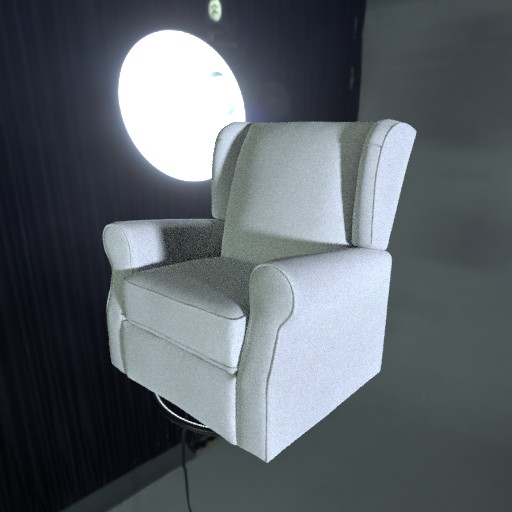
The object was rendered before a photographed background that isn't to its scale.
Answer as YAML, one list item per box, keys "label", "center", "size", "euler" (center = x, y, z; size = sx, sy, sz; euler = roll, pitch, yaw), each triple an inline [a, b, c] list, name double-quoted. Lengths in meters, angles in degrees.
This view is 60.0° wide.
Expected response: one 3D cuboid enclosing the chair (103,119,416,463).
- label: "chair"
  center: [0.000, 0.000, 1.641]
  size: [0.906, 0.967, 0.854]
  euler: [14, 21, 40]
